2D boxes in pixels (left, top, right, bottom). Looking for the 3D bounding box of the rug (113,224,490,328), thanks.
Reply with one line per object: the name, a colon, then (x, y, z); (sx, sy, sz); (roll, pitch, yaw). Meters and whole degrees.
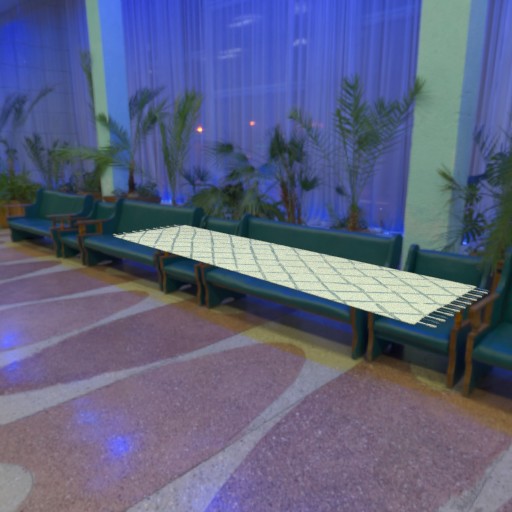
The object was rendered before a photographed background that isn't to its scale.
rug: (0.000, 0.000, 2.584); (0.620, 0.008, 2.372); (-14, 20, -43)
